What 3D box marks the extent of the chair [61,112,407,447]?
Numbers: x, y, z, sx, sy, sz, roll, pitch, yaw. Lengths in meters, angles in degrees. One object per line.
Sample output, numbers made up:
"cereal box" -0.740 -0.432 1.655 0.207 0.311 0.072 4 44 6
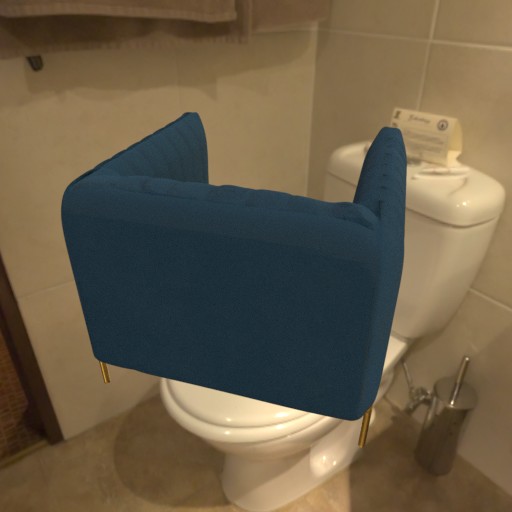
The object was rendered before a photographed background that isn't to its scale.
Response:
"chair" 0.000 0.000 1.581 0.947 0.793 0.877 9 33 14
